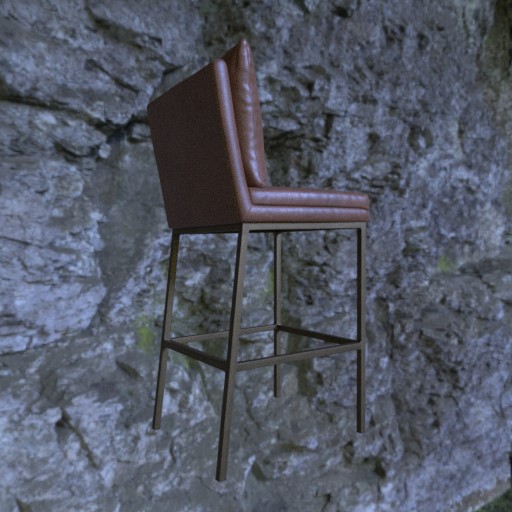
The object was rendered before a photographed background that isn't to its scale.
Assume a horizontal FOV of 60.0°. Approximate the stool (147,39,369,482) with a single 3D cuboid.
[{"bbox_3d":[0.000,0.000,1.428,0.571,1.124,0.463,0,1,-36],"label":"stool"}]
